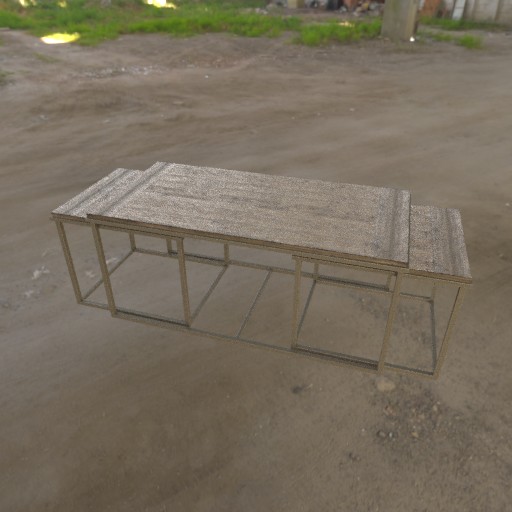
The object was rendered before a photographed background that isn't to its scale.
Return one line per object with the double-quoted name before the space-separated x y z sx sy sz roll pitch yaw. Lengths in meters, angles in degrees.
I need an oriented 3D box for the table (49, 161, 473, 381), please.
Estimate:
"table" 0.000 0.000 1.575 1.312 0.427 0.489 9 34 14
